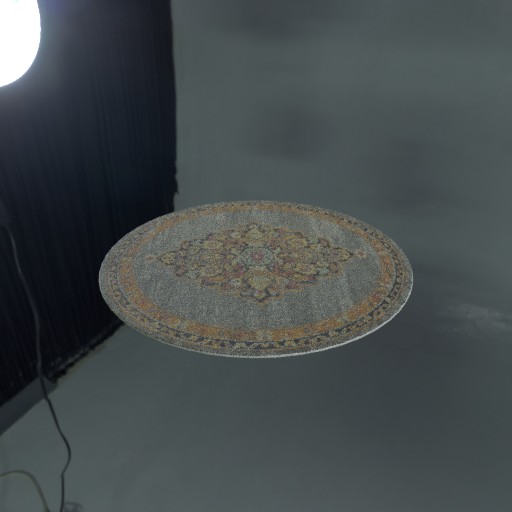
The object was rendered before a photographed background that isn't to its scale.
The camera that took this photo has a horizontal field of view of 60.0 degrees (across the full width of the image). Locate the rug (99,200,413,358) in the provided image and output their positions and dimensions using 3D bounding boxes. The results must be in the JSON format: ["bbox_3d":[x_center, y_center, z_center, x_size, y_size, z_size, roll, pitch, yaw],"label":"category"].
[{"bbox_3d":[0.000,0.000,2.363,1.598,0.010,1.598,0,28,0],"label":"rug"}]
